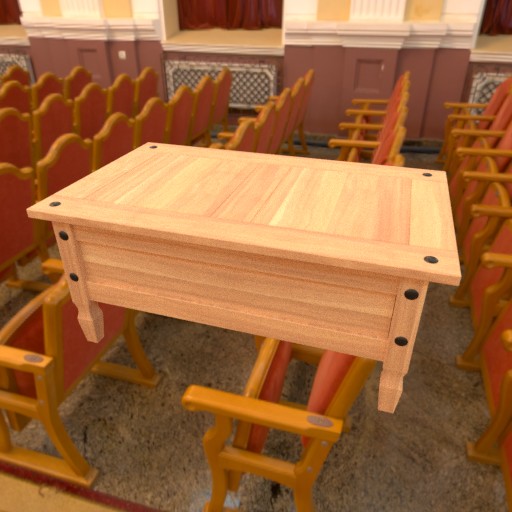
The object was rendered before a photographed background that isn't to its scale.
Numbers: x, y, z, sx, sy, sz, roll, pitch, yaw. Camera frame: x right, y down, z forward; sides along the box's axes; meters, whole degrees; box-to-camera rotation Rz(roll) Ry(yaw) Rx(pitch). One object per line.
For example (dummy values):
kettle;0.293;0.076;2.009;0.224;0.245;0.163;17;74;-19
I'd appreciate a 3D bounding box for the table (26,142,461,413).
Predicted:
table;0.000;0.000;1.317;1.000;0.437;0.600;9;32;15
